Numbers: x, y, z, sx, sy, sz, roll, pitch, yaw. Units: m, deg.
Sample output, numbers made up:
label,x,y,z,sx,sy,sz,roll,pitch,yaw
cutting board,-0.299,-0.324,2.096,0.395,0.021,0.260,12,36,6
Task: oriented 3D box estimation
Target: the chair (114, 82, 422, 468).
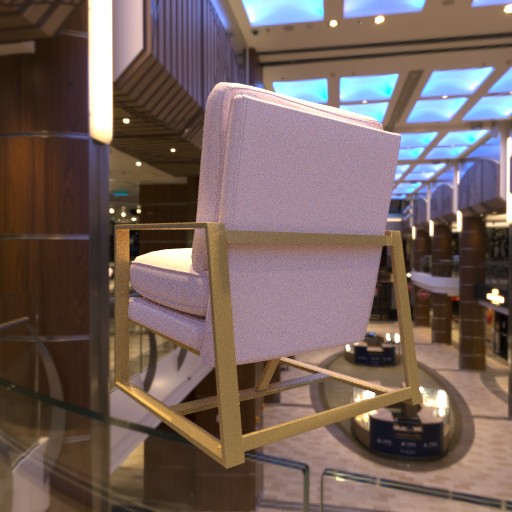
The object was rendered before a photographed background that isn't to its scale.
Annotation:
label,x,y,z,sx,sy,sz,roll,pitch,yaw
chair,0.000,0.000,1.550,0.758,0.956,0.813,0,1,-36
